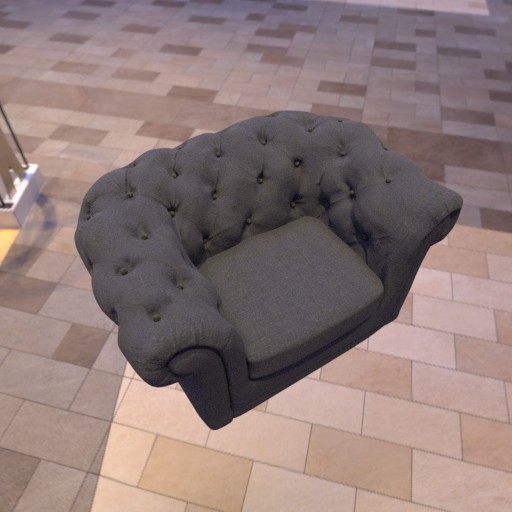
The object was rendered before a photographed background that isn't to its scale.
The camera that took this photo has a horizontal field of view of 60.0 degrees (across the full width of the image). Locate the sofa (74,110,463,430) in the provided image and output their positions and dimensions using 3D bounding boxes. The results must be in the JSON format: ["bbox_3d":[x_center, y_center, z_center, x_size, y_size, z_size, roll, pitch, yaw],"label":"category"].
[{"bbox_3d":[0.000,0.000,2.015,1.405,0.878,1.032,-25,52,-21],"label":"sofa"}]
